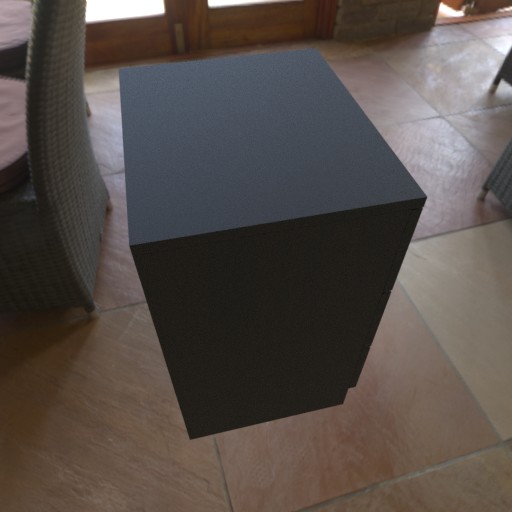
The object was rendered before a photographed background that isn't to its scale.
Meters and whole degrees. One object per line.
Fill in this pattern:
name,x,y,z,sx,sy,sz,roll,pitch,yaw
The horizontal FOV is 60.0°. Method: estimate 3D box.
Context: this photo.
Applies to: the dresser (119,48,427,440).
dresser,0.000,0.000,0.819,0.360,0.560,0.400,-10,49,-9
